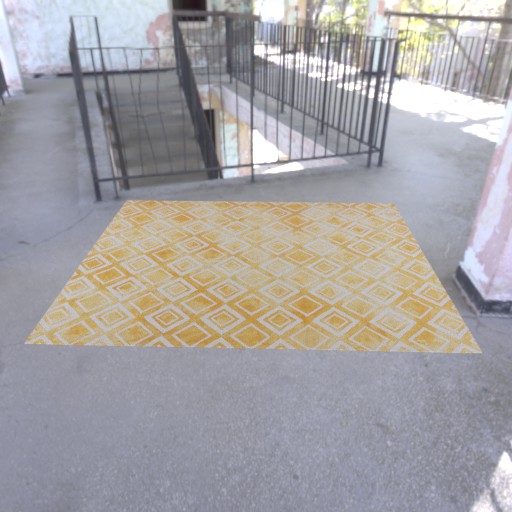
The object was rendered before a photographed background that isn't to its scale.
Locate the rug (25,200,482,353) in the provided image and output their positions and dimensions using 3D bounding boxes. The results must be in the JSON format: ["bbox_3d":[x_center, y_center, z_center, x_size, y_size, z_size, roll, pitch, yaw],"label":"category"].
[{"bbox_3d":[0.000,0.000,3.978,3.037,0.011,2.433,1,30,2],"label":"rug"}]
